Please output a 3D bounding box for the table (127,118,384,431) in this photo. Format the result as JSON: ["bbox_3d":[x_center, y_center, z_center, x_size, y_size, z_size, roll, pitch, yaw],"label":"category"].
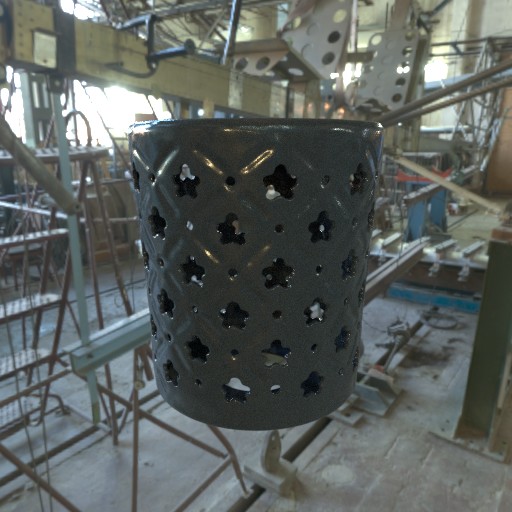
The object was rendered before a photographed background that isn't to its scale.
[{"bbox_3d":[0.000,0.000,0.669,0.352,0.387,0.352,0,14,0],"label":"table"}]
